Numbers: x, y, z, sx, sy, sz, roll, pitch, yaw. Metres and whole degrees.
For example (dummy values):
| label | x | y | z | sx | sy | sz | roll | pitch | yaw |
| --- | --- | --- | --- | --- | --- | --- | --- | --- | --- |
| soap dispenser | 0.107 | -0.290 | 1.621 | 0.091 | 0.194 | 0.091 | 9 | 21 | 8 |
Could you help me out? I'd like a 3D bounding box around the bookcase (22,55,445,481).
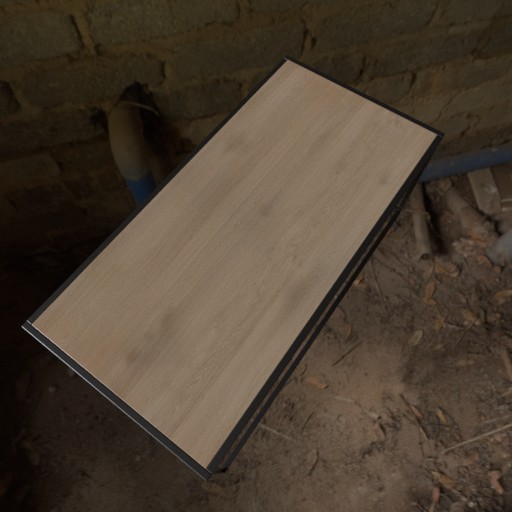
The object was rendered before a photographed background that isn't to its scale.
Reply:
| label | x | y | z | sx | sy | sz | roll | pitch | yaw |
| --- | --- | --- | --- | --- | --- | --- | --- | --- | --- |
| bookcase | 0.000 | 0.000 | 1.224 | 0.500 | 0.400 | 1.000 | 33 | 69 | 15 |
